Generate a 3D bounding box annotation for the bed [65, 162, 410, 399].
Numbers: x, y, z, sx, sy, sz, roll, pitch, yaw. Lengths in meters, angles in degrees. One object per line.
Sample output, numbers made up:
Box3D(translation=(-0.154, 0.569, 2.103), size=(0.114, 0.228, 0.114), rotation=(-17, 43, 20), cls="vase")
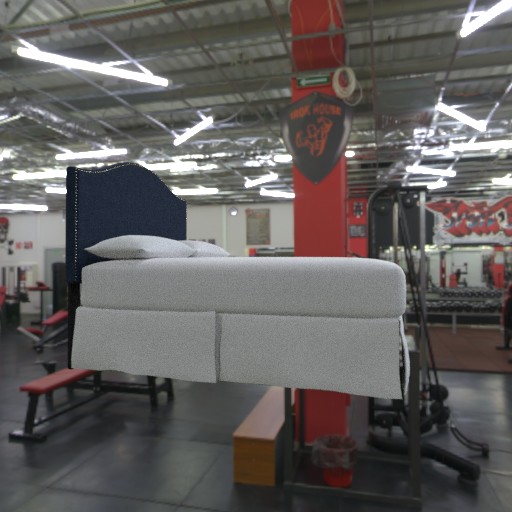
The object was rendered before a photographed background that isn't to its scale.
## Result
Box3D(translation=(0.000, 0.000, 3.331), size=(2.153, 1.518, 1.725), rotation=(0, -1, 18), cls="bed")
